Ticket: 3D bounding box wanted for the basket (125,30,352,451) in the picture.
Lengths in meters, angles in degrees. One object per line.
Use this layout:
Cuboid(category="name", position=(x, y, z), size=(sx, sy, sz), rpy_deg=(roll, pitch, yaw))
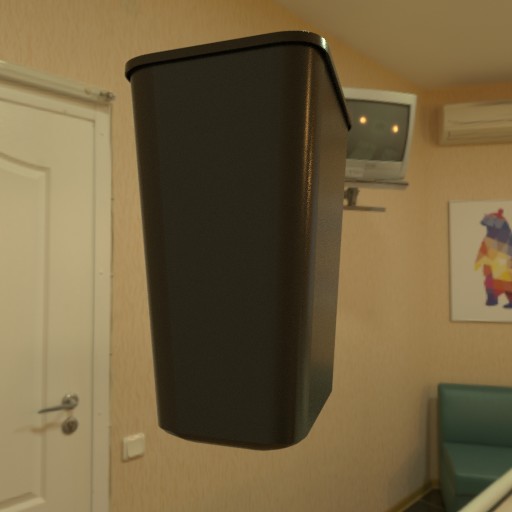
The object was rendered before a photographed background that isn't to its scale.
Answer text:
Cuboid(category="basket", position=(0.000, 0.000, 0.732), size=(0.287, 0.521, 0.394), rpy_deg=(-1, -2, 18))
